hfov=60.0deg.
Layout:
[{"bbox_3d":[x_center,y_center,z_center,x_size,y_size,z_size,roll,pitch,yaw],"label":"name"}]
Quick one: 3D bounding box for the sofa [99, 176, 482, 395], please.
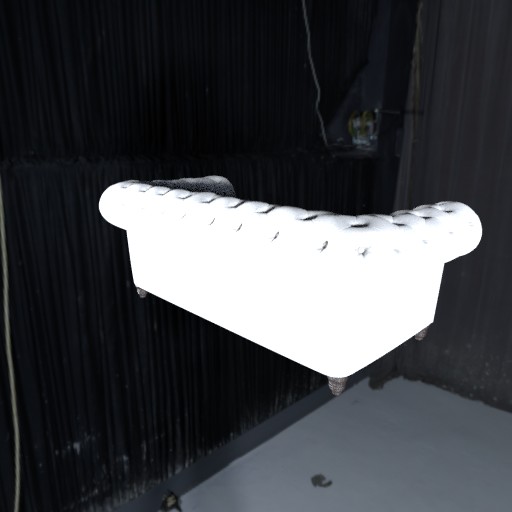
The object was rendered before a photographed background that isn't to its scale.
[{"bbox_3d":[0.000,0.000,2.450,0.986,0.764,1.998,-15,21,-42],"label":"sofa"}]
